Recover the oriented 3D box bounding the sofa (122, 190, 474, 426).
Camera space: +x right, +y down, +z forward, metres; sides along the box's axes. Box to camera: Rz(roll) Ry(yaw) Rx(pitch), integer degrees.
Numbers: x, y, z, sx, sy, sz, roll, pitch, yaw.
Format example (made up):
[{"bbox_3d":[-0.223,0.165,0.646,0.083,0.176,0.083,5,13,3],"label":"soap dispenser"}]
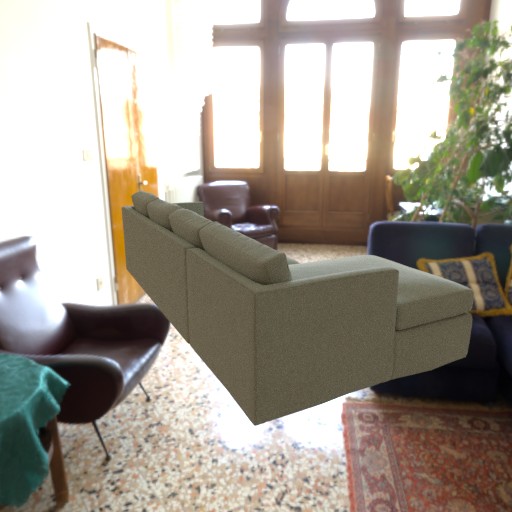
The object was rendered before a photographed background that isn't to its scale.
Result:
[{"bbox_3d":[0.000,0.000,3.855,1.650,0.922,3.205,-7,16,-26],"label":"sofa"}]
